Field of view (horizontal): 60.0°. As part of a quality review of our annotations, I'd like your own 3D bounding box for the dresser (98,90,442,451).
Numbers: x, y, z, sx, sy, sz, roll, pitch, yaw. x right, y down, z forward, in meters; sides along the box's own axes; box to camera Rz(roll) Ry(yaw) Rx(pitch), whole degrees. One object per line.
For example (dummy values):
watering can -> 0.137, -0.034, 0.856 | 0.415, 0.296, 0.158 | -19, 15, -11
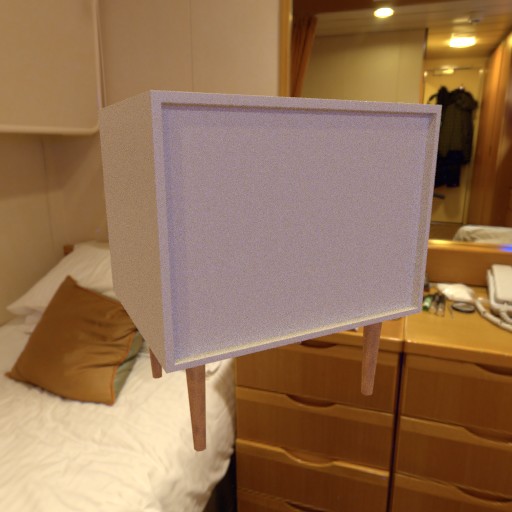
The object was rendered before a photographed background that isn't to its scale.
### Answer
dresser -> 0.000, 0.000, 0.895 | 0.503, 0.568, 0.414 | -7, 16, -27
